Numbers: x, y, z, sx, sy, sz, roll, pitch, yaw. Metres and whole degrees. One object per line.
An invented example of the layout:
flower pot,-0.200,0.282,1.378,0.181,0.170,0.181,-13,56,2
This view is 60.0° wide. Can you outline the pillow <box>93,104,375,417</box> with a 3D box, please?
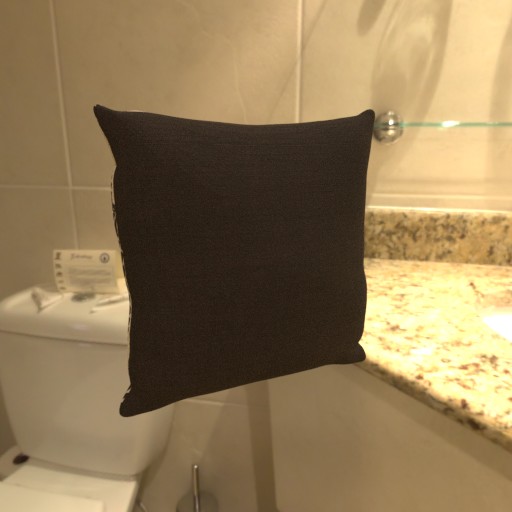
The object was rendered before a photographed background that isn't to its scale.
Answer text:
pillow,0.000,0.000,0.680,0.440,0.441,0.182,-7,16,-25
